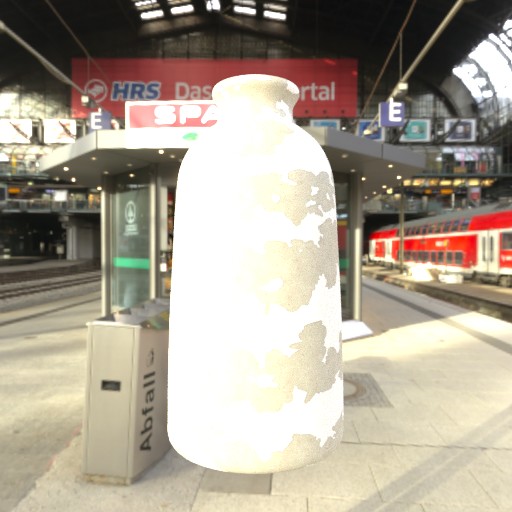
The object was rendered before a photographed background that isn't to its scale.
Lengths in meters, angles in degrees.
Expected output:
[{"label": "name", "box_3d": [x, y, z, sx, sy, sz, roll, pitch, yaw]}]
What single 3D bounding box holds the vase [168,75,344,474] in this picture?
[{"label": "vase", "box_3d": [0.000, 0.000, 0.483, 0.186, 0.382, 0.203, 0, 1, 3]}]
